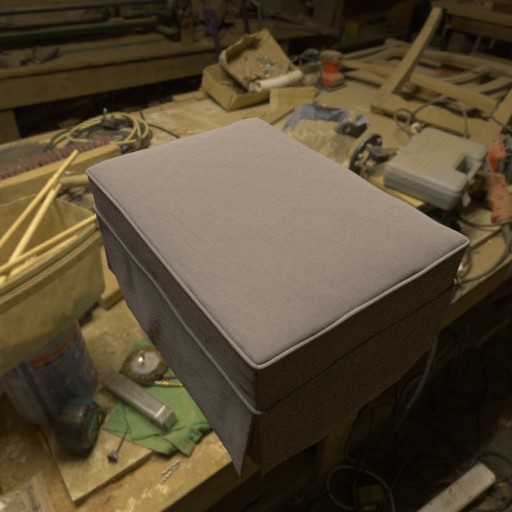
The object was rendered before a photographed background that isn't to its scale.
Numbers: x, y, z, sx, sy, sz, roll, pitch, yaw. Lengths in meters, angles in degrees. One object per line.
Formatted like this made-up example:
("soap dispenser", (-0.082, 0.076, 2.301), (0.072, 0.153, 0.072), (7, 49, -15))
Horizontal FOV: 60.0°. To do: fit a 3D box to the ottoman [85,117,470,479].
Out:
("ottoman", (0.000, 0.000, 1.313), (0.703, 0.479, 0.944), (-25, 46, -26))
